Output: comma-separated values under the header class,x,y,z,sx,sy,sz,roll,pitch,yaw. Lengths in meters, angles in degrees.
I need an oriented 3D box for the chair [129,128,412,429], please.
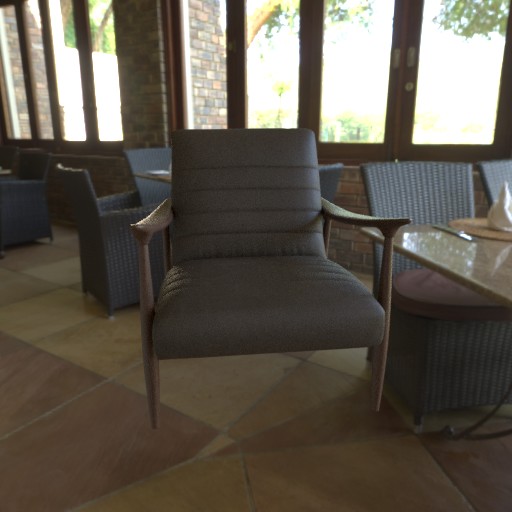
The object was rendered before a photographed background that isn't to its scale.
class,x,y,z,sx,sy,sz,roll,pitch,yaw
chair,0.000,0.000,1.483,0.741,0.831,0.798,-2,16,-7
